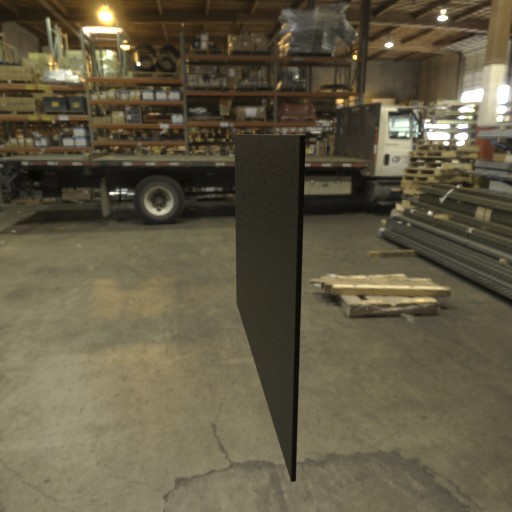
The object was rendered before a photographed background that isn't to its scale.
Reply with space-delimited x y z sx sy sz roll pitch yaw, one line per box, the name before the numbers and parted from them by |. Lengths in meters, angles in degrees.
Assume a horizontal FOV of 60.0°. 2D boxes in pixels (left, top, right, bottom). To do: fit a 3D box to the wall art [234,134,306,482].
wall art | 0.000 0.000 1.533 0.013 0.811 1.192 -2 16 -8
